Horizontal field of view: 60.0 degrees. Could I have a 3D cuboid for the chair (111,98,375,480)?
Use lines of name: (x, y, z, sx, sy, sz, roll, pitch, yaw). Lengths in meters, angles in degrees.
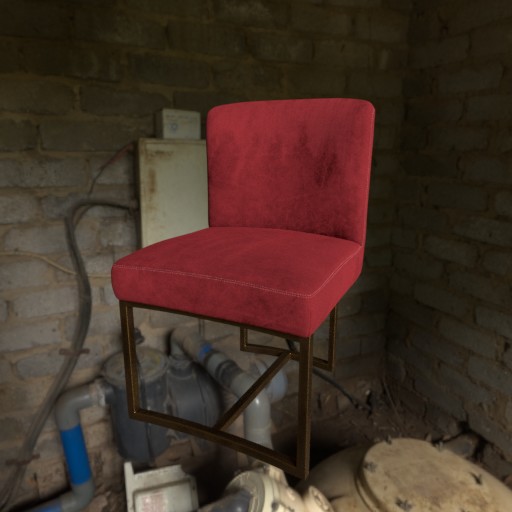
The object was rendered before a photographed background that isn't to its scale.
chair: (0.000, 0.000, 1.182, 0.530, 0.824, 0.560, 7, 16, 26)
